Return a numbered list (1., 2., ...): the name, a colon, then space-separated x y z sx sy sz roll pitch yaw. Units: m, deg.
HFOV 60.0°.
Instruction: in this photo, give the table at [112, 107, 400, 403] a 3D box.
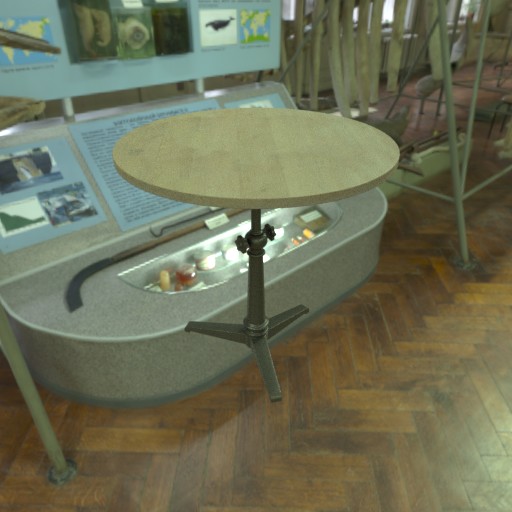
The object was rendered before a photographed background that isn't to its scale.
1. table: 0.000 0.000 1.484 0.800 0.780 0.800 0 32 0
